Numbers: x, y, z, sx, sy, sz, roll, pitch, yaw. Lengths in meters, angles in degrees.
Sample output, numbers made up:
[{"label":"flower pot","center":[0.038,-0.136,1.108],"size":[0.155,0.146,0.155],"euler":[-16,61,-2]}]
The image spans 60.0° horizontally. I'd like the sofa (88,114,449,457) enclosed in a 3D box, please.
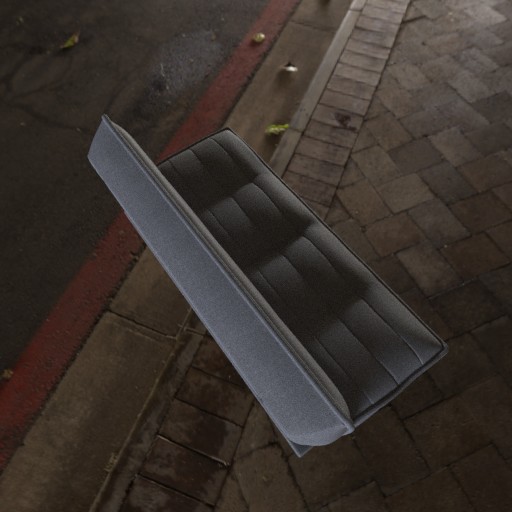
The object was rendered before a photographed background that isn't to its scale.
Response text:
[{"label":"sofa","center":[0.000,0.000,2.387],"size":[0.950,0.890,1.940],"euler":[-32,63,-18]}]
